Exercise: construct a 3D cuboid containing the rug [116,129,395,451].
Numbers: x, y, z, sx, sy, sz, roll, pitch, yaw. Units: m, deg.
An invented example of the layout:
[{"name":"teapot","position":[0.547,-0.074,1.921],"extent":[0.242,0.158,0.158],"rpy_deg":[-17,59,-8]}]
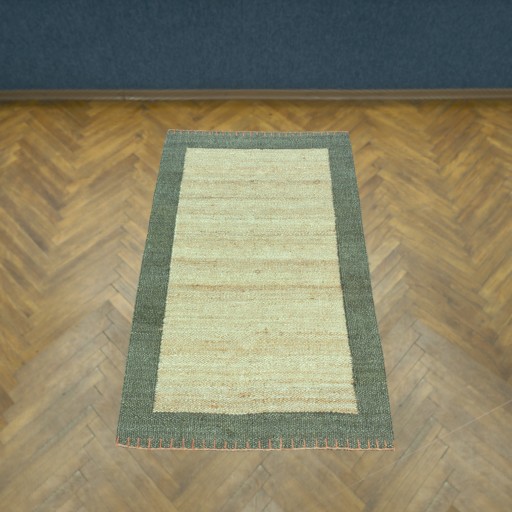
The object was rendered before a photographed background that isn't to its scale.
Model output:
[{"name":"rug","position":[0.000,0.000,2.981],"extent":[1.521,0.006,2.435],"rpy_deg":[1,58,0]}]
